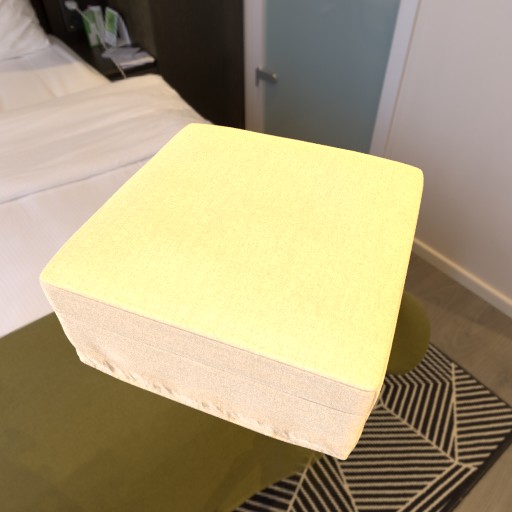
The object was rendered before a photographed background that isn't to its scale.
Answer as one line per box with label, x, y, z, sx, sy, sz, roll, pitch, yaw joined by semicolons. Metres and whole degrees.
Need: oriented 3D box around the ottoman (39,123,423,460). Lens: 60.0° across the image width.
ottoman;0.000;0.000;1.334;0.843;0.436;0.840;15;47;15
